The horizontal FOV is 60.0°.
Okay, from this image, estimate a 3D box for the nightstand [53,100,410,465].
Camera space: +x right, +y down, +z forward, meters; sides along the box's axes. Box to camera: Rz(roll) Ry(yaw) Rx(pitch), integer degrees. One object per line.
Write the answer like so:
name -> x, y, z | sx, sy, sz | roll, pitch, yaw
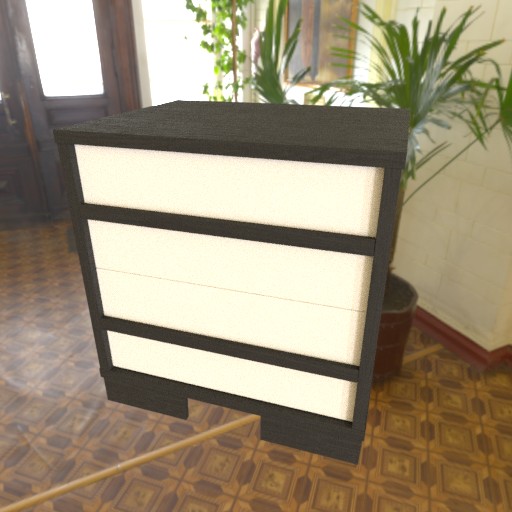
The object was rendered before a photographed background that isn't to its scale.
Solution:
nightstand -> 0.000, 0.000, 0.743 | 0.427, 0.448, 0.347 | 8, 27, 16
